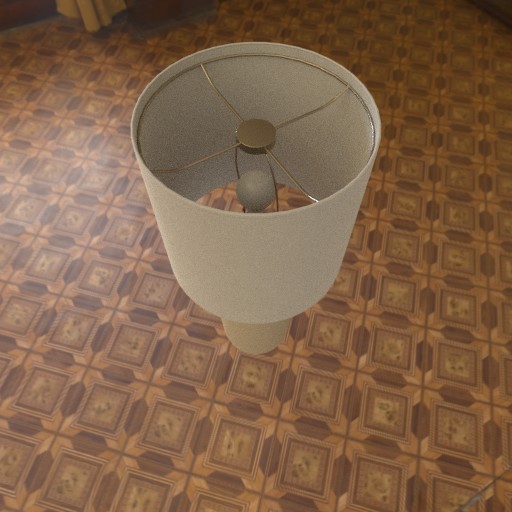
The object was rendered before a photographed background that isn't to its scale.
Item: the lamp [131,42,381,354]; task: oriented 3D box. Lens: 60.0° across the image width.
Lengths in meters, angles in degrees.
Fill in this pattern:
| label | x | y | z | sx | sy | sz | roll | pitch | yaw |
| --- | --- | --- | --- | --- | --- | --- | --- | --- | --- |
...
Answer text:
| label | x | y | z | sx | sy | sz | roll | pitch | yaw |
| --- | --- | --- | --- | --- | --- | --- | --- | --- | --- |
| lamp | 0.000 | 0.000 | 0.595 | 0.220 | 0.475 | 0.220 | -15 | 60 | -9 |
